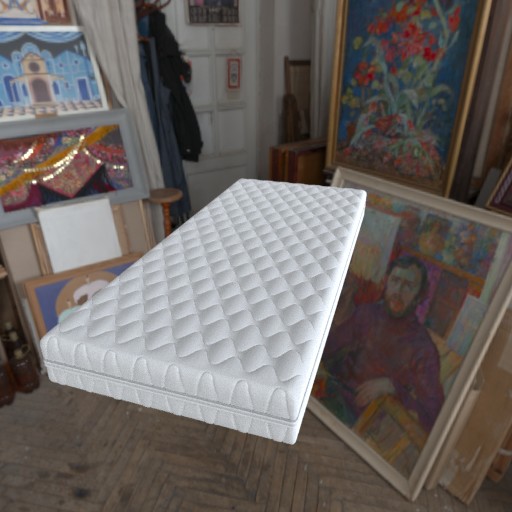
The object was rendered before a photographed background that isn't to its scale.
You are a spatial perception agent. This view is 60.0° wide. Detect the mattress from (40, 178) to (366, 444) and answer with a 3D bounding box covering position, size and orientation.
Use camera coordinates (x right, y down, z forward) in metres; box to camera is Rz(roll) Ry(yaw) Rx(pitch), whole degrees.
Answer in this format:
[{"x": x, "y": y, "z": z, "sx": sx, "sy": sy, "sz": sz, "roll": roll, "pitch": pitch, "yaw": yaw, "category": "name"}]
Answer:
[{"x": 0.000, "y": 0.000, "z": 2.250, "sx": 0.900, "sy": 0.200, "sz": 2.000, "roll": 8, "pitch": 27, "yaw": 16, "category": "mattress"}]
